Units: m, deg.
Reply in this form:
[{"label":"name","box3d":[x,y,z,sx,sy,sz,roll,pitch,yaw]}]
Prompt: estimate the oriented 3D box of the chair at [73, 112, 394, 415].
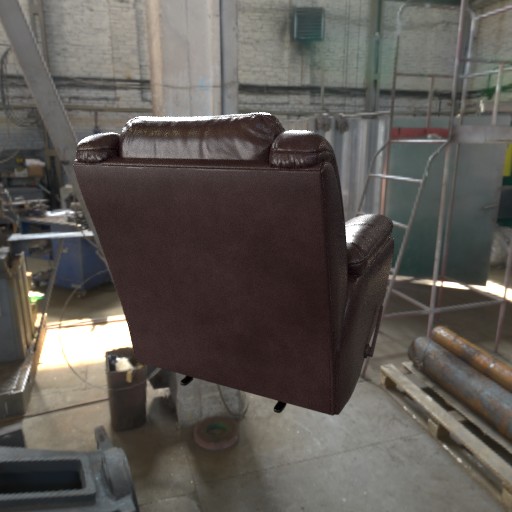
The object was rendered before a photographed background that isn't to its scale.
[{"label":"chair","box3d":[0.000,0.000,1.867,0.990,1.093,1.041,7,16,26]}]
